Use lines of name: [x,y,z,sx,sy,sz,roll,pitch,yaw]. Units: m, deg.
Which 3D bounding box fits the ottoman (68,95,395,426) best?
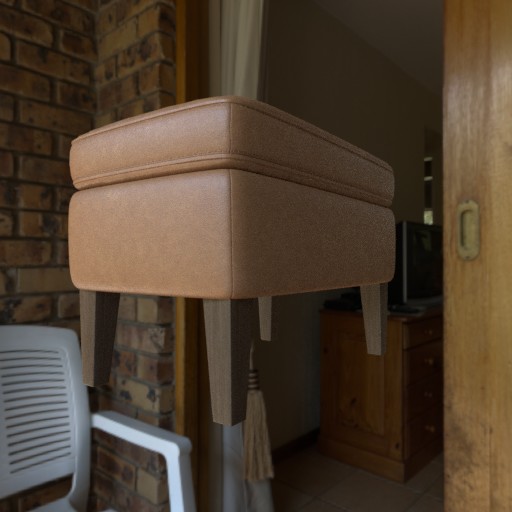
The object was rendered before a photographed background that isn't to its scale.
ottoman: [0.000,0.000,0.950,0.420,0.480,0.670,0,-1,36]
